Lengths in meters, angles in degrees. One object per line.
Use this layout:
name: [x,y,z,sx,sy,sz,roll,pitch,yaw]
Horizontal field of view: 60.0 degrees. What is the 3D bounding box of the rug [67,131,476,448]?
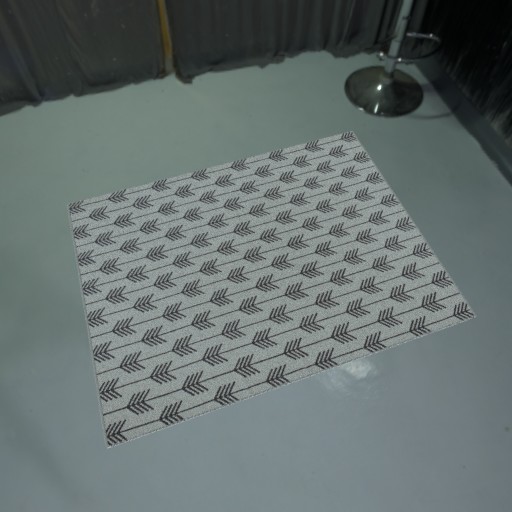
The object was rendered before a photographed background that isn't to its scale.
rug: [0.000,0.000,3.979,3.061,0.010,2.330,-17,60,-10]
